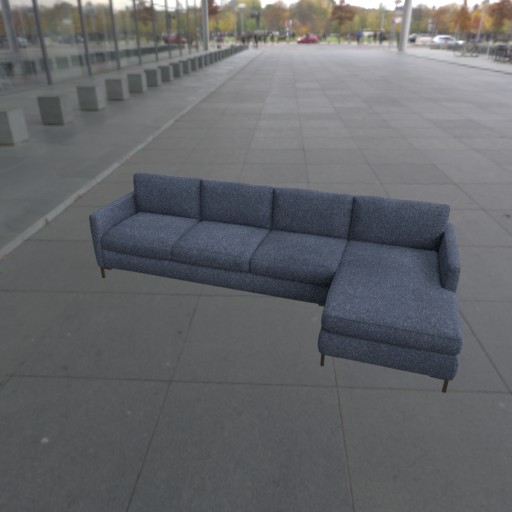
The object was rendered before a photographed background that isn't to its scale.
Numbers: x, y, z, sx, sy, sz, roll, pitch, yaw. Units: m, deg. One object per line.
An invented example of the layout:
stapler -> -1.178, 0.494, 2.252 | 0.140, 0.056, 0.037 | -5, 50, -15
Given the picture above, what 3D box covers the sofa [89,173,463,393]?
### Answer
sofa -> 0.000, 0.000, 3.457 | 2.932, 0.810, 1.350 | 9, 28, 17
